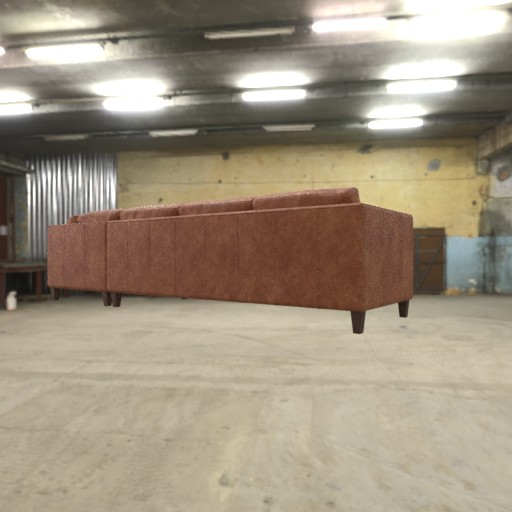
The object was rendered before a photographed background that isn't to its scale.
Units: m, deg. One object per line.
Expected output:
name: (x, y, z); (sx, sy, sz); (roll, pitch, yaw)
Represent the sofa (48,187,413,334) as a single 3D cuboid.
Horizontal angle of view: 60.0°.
sofa: (0.000, 0.000, 4.241); (3.167, 0.838, 2.438); (0, 0, 36)
